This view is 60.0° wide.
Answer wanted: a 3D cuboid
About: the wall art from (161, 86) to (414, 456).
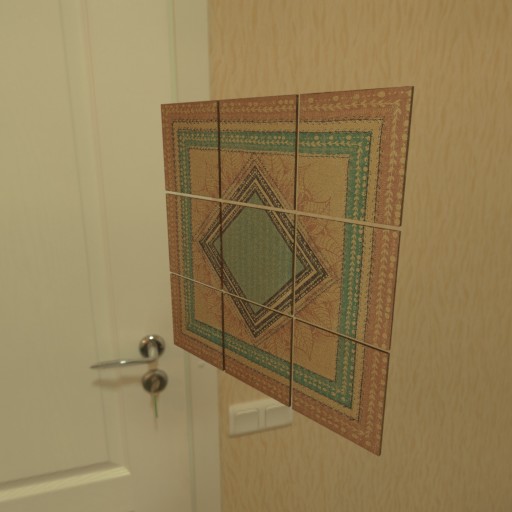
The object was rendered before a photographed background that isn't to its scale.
[{"bbox_3d":[0.000,0.000,1.797,1.215,1.213,0.013,15,21,42],"label":"wall art"}]
